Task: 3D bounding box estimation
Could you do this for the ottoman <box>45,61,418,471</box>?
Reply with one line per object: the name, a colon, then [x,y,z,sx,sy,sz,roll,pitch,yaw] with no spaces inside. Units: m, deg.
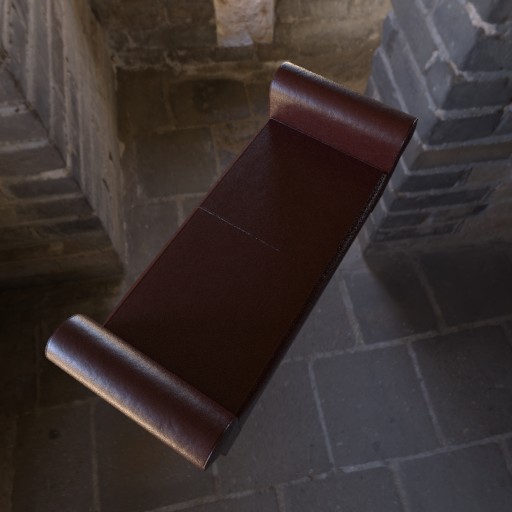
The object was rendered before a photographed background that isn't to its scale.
ottoman: [0.000,0.000,1.519,0.521,0.547,1.256,29,68,13]
